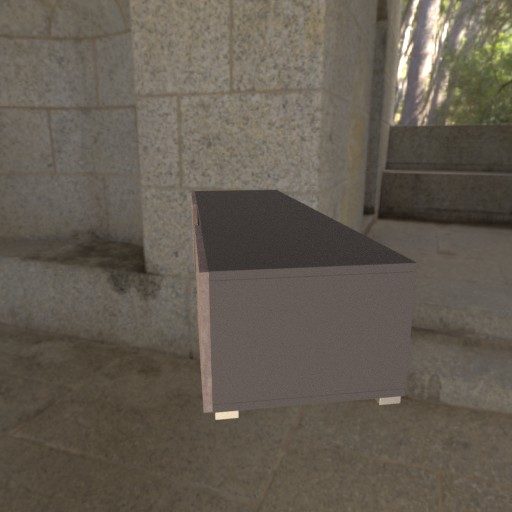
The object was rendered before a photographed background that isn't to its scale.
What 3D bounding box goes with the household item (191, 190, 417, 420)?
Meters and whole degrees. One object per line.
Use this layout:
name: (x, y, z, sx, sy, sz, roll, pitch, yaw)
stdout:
household item: (0.000, 0.000, 1.536, 0.420, 0.310, 1.400, -2, 14, -8)
